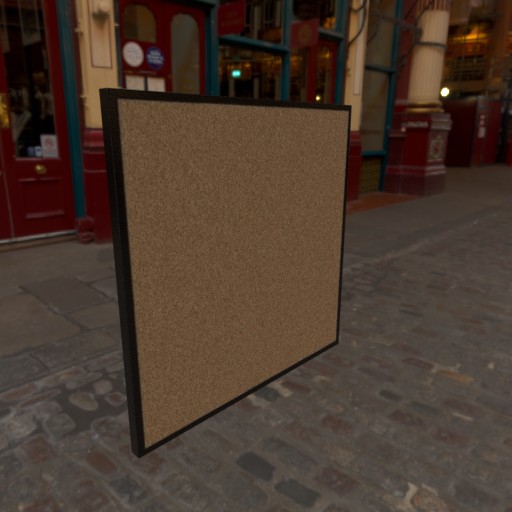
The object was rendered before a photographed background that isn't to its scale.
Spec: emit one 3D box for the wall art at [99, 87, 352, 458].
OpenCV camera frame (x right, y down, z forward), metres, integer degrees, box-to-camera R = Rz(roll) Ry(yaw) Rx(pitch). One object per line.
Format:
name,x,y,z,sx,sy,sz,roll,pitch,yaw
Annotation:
wall art,0.000,0.000,0.521,0.014,0.349,0.349,15,22,42
